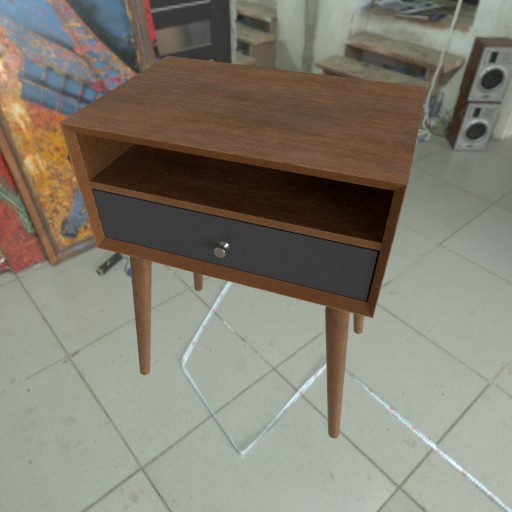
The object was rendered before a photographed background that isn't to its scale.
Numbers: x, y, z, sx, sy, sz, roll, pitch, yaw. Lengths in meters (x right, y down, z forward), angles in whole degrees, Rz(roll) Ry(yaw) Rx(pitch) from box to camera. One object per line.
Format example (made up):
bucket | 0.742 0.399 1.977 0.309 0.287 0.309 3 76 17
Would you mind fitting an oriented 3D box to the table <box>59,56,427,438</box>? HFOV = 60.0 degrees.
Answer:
table | 0.000 0.000 0.829 0.454 0.580 0.307 13 43 15
